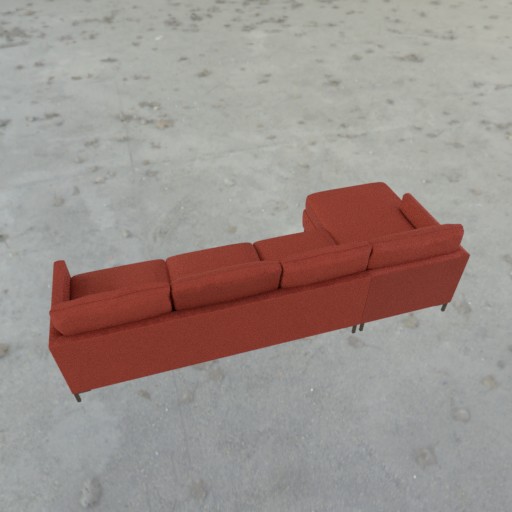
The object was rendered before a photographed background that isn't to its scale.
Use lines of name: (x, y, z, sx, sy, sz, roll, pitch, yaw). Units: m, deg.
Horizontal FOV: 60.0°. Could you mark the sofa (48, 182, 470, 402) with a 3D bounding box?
sofa: (0.000, 0.000, 4.051, 3.400, 0.967, 1.500, -11, 43, -12)
